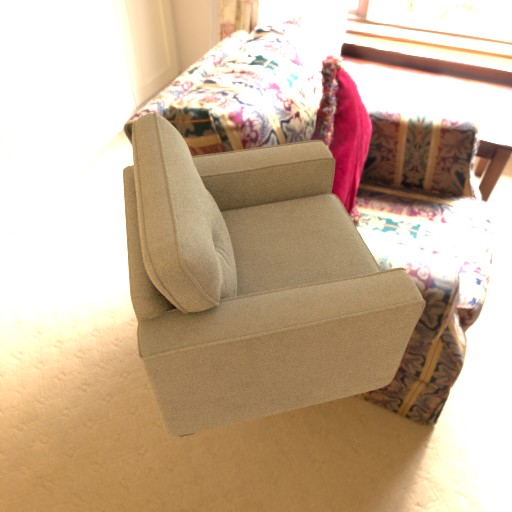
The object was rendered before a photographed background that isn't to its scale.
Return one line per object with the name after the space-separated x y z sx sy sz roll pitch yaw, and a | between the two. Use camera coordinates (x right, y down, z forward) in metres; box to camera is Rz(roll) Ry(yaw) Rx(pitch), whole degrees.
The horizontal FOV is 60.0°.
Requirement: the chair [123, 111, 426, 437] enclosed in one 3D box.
0.000 0.000 1.803 0.939 0.965 1.015 -10 47 -9 | chair
